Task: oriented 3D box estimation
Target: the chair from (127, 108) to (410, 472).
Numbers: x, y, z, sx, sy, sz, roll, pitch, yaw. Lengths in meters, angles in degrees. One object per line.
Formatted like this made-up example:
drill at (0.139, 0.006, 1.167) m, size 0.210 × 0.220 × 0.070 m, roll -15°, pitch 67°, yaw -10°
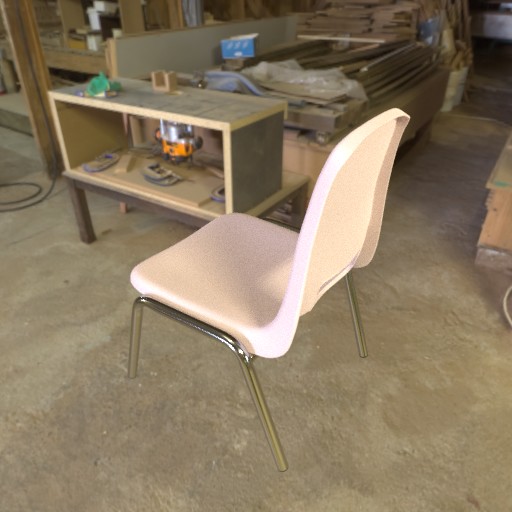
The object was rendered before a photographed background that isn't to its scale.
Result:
chair at (0.000, 0.000, 0.765) m, size 0.385 × 0.537 × 0.354 m, roll 22°, pitch 39°, yaw 30°
